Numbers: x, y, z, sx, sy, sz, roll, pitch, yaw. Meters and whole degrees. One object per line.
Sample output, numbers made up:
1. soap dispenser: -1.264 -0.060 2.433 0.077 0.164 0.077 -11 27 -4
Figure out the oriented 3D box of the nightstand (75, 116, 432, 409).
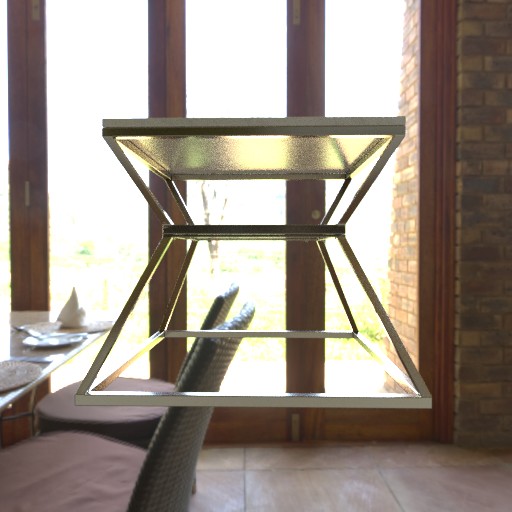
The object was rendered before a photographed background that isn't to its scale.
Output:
1. nightstand: 0.000 0.000 0.889 0.513 0.426 0.514 0 1 1
